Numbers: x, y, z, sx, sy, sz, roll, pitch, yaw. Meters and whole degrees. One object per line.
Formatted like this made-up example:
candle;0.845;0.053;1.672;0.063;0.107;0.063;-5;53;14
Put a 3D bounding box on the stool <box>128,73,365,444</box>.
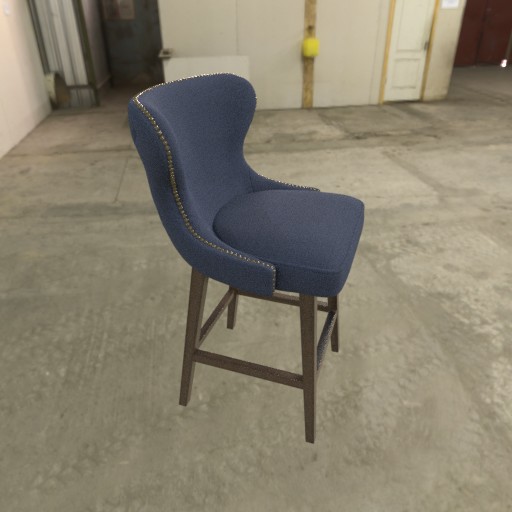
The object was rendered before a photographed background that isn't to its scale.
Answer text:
stool;0.000;0.000;1.360;0.597;0.972;0.615;10;31;16
